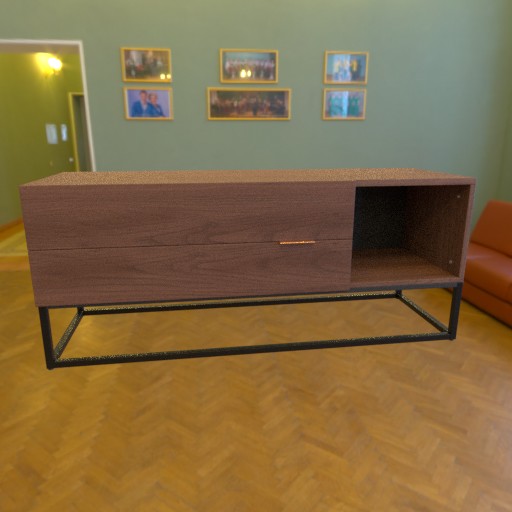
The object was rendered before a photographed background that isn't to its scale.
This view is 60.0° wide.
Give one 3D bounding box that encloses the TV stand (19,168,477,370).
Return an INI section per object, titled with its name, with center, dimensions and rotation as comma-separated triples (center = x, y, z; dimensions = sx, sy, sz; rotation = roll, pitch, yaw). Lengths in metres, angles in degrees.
[TV stand]
center = 0.000, 0.000, 1.389
dimensions = 1.200, 0.500, 0.415
rotation = -2, 16, -8
